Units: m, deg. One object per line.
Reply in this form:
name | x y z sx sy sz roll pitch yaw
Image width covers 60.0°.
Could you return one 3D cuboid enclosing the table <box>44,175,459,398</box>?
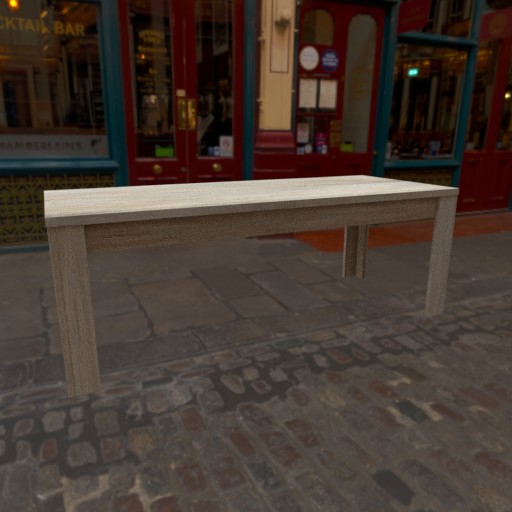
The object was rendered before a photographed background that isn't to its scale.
table | 0.000 0.000 2.642 2.200 0.790 0.900 -7 17 -24
